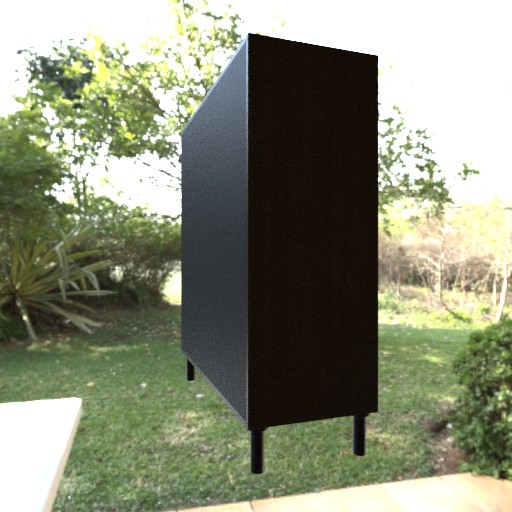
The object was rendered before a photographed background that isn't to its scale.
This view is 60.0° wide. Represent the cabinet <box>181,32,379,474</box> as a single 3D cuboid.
[{"bbox_3d":[0.000,0.000,1.699,0.400,1.170,1.010,0,0,-19],"label":"cabinet"}]
